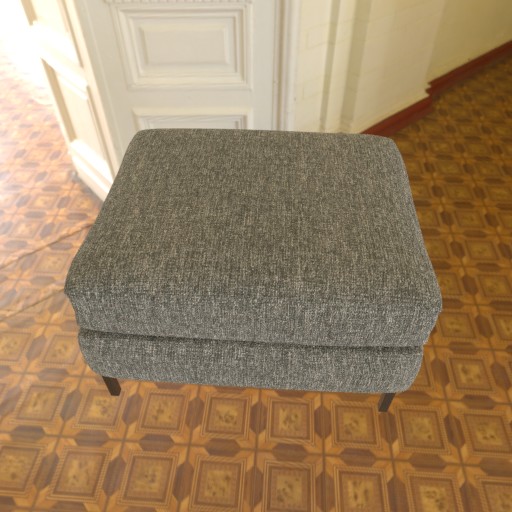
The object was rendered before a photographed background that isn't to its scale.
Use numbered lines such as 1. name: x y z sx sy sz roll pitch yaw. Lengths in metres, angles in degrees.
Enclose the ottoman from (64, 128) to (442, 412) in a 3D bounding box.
1. ottoman: 0.000 0.000 1.209 0.828 0.480 0.683 3 46 3
